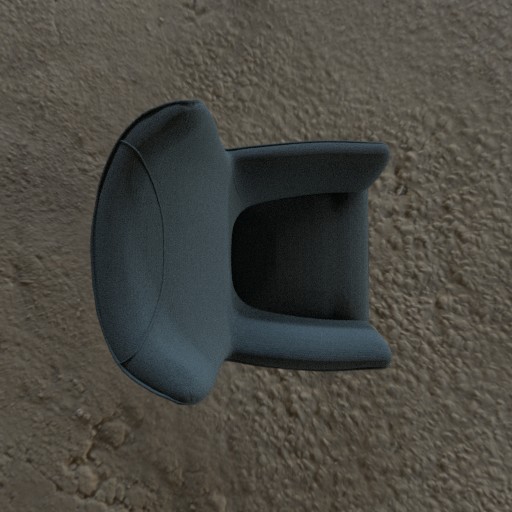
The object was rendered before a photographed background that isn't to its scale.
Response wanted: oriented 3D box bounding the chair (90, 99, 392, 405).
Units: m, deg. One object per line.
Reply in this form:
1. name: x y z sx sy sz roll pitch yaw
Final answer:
1. chair: 0.000 0.000 1.576 0.888 0.933 0.781 0 89 0
